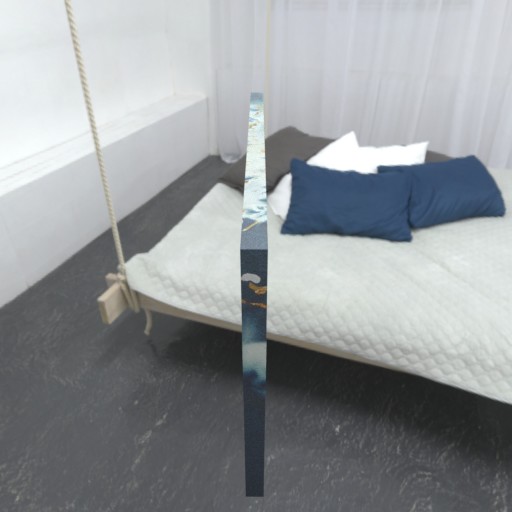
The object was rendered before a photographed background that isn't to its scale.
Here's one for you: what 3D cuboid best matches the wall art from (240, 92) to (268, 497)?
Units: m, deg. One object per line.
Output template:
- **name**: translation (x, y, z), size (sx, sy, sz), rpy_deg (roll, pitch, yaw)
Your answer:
- **wall art**: translation (0.000, 0.000, 1.144), size (0.038, 0.608, 0.912), rpy_deg (0, 33, 0)
